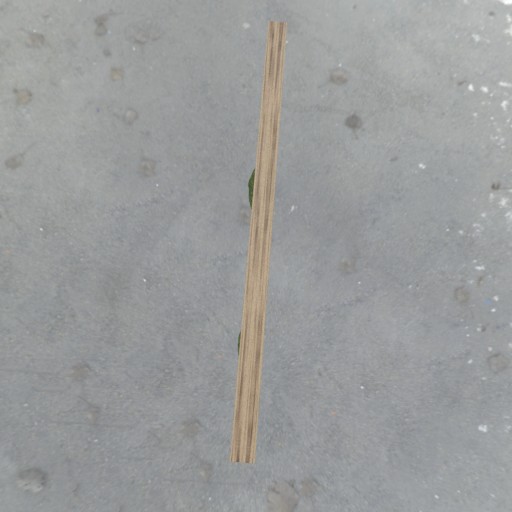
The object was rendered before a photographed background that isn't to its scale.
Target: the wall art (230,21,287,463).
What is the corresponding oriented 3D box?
[{"bbox_3d":[0.000,0.000,1.098,0.063,0.609,0.841,4,74,1],"label":"wall art"}]
